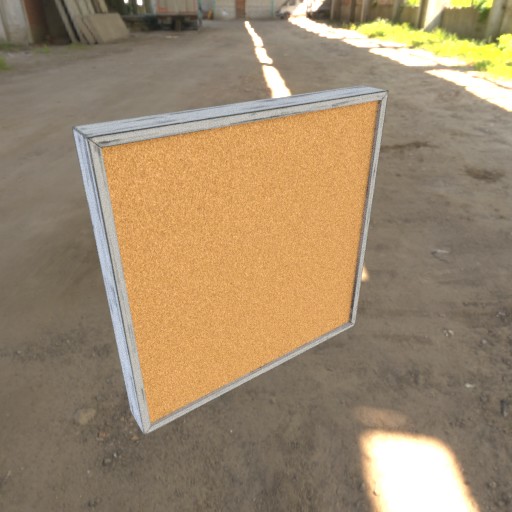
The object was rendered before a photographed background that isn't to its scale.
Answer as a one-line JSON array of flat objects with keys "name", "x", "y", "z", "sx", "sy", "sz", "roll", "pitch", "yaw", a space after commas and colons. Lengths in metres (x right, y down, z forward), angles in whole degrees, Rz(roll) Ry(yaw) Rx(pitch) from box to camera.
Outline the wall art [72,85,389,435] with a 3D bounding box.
[{"name": "wall art", "x": 0.000, "y": 0.000, "z": 0.462, "sx": 0.303, "sy": 0.303, "sz": 0.036, "roll": -20, "pitch": 36, "yaw": -30}]
